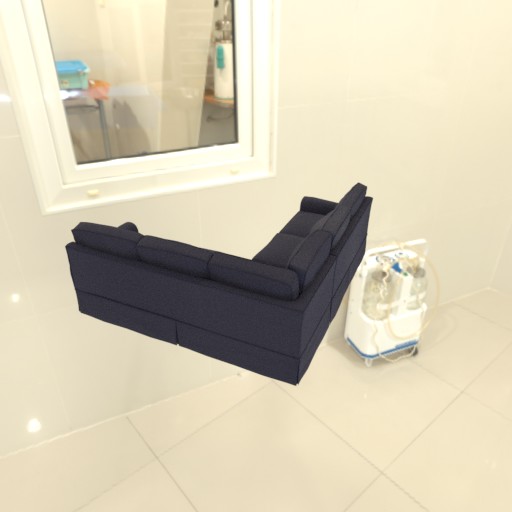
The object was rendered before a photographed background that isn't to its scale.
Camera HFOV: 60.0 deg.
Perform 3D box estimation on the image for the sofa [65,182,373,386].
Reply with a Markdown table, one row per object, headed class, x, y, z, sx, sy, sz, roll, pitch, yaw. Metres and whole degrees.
| class | x | y | z | sx | sy | sz | roll | pitch | yaw |
| --- | --- | --- | --- | --- | --- | --- | --- | --- | --- |
| sofa | 0.000 | 0.000 | 5.141 | 3.773 | 1.169 | 2.874 | -19 | 35 | -29 |
